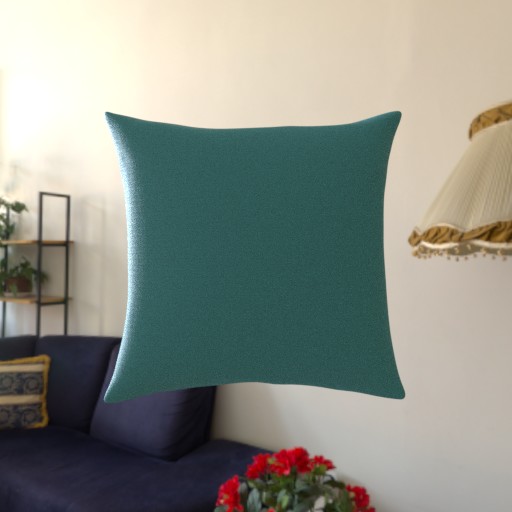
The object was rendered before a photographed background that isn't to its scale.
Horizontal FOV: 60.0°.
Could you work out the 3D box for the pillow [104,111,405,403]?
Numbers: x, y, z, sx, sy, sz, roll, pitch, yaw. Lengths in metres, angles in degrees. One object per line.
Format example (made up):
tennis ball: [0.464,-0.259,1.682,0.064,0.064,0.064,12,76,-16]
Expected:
pillow: [0.000,0.000,0.756,0.514,0.497,0.150,0,0,-1]
